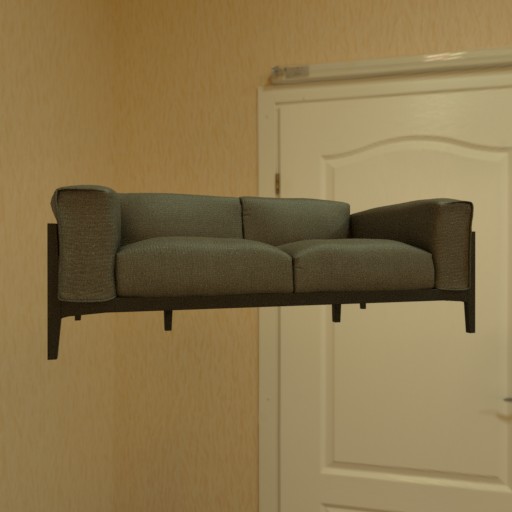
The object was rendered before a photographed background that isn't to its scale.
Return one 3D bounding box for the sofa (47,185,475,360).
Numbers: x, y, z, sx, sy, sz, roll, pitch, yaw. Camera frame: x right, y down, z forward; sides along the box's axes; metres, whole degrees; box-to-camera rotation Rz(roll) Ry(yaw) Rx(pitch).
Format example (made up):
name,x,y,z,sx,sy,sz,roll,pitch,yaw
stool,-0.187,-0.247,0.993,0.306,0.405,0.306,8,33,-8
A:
name,x,y,z,sx,sy,sz,roll,pitch,yaw
sofa,0.000,0.000,2.088,1.690,0.656,0.960,0,0,-17
